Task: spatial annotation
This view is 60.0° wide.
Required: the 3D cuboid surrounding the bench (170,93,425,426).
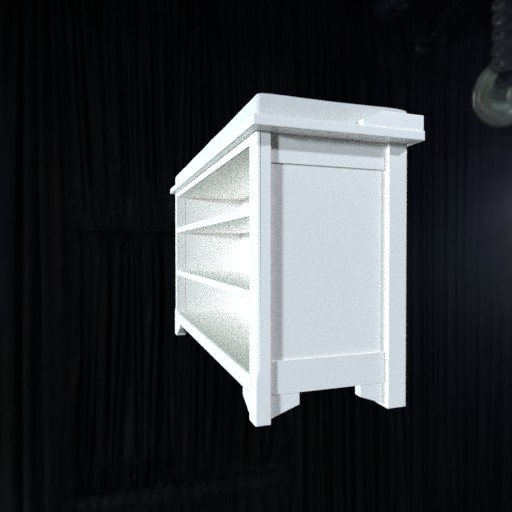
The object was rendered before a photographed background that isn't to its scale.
[{"bbox_3d":[0.000,0.000,1.263,0.346,0.589,0.987,0,1,-19],"label":"bench"}]
